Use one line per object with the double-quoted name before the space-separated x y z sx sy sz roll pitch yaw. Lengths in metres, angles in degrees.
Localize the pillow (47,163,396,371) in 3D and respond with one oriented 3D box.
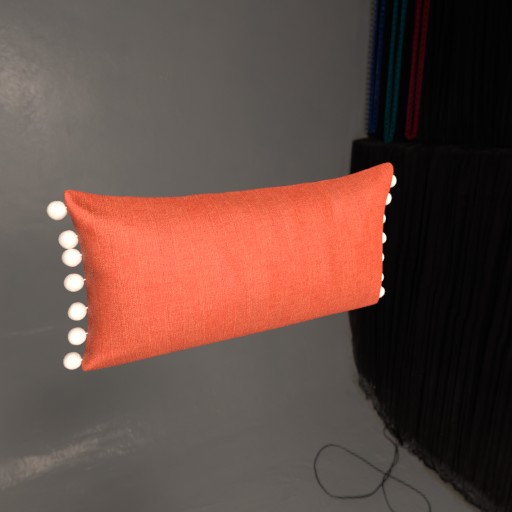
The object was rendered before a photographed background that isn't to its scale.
"pillow" 0.000 0.000 0.842 0.709 0.322 0.201 -9 19 -27
